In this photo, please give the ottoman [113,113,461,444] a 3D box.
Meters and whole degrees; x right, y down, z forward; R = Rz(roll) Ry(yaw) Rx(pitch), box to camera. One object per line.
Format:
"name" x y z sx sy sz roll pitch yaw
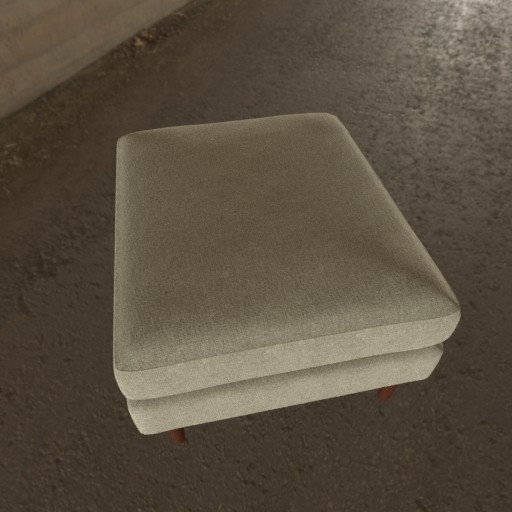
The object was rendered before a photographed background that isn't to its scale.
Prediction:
"ottoman" 0.000 0.000 1.223 0.693 0.474 0.821 -9 47 -8
